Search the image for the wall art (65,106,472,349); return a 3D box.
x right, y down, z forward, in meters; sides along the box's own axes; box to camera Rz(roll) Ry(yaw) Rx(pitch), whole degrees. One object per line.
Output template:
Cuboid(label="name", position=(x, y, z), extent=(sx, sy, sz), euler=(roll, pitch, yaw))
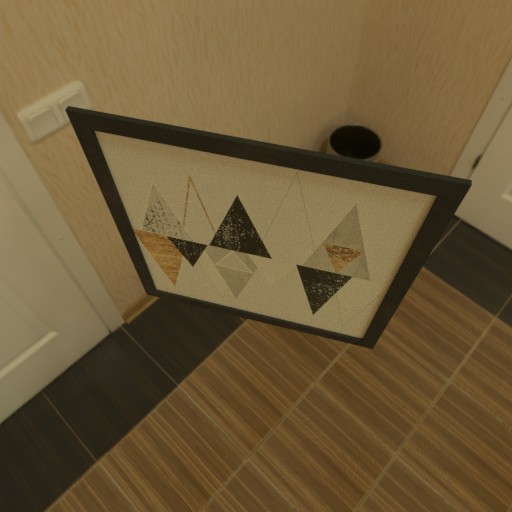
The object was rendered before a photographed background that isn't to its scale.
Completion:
Cuboid(label="wall art", position=(0.000, 0.000, 1.221), extent=(0.823, 0.823, 0.013), euler=(12, 58, 8))
